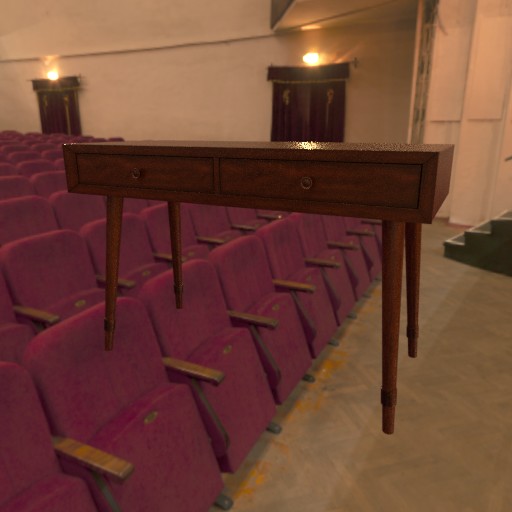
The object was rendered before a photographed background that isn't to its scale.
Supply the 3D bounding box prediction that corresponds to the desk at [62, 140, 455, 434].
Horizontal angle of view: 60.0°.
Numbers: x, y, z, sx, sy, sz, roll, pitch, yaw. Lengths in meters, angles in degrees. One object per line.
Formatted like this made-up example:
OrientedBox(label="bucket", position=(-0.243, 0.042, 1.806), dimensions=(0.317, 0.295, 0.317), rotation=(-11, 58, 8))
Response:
OrientedBox(label="desk", position=(0.000, 0.000, 2.103), dimensions=(1.577, 1.031, 0.734), rotation=(8, 18, 25))
